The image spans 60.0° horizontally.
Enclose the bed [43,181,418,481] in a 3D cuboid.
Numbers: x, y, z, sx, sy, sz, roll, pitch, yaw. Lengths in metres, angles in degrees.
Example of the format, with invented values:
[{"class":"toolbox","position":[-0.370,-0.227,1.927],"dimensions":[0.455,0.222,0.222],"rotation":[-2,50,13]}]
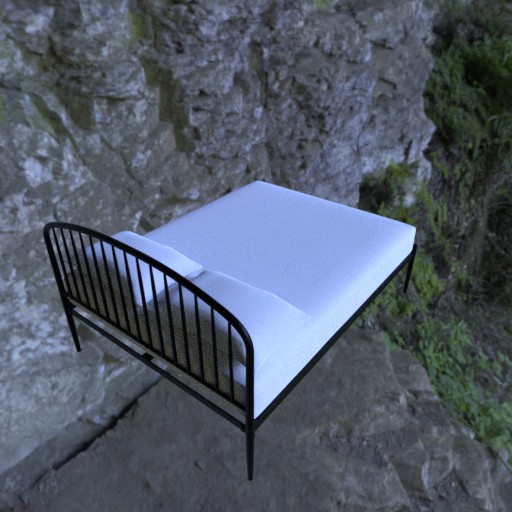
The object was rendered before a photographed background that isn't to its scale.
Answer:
[{"class":"bed","position":[0.000,0.000,3.181],"dimensions":[1.618,1.166,2.159],"rotation":[22,38,32]}]
